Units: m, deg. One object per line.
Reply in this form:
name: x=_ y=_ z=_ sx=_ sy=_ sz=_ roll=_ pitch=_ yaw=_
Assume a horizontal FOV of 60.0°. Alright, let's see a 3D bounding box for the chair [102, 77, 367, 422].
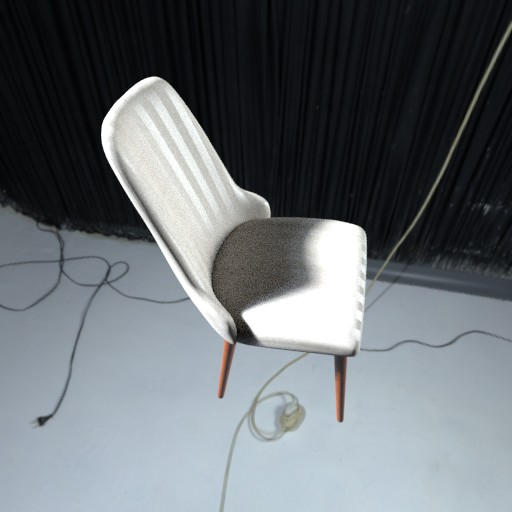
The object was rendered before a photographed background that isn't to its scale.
chair: x=0.000 y=0.000 z=1.328 sx=0.684 sy=0.917 sz=0.526 roll=9 pitch=47 yaw=8
